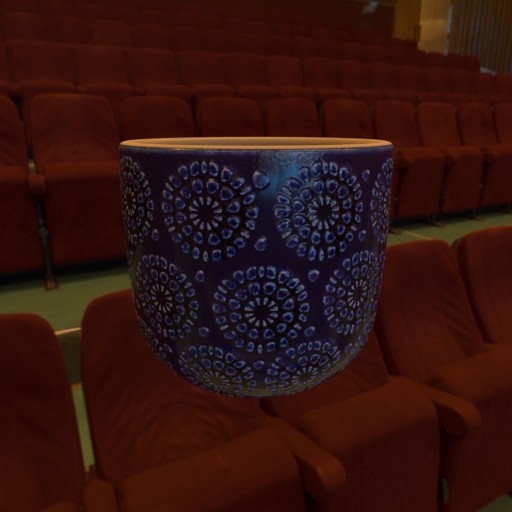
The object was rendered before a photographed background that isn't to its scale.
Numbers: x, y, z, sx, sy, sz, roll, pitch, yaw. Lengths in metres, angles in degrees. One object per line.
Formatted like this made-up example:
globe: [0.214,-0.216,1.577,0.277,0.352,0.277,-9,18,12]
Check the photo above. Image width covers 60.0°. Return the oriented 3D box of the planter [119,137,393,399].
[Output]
planter: [0.000,0.000,0.295,0.165,0.149,0.165,0,16,0]
